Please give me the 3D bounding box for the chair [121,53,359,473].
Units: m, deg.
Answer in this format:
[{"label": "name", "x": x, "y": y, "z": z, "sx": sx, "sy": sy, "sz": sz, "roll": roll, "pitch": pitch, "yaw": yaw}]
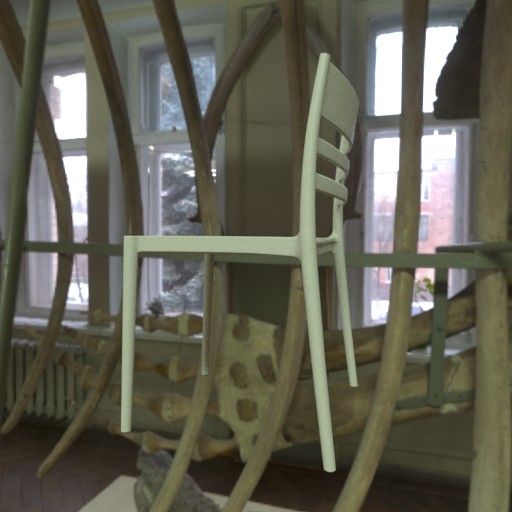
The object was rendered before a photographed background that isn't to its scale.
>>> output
[{"label": "chair", "x": 0.000, "y": 0.000, "z": 1.146, "sx": 0.511, "sy": 0.800, "sz": 0.531, "roll": 1, "pitch": 2, "yaw": 17}]
